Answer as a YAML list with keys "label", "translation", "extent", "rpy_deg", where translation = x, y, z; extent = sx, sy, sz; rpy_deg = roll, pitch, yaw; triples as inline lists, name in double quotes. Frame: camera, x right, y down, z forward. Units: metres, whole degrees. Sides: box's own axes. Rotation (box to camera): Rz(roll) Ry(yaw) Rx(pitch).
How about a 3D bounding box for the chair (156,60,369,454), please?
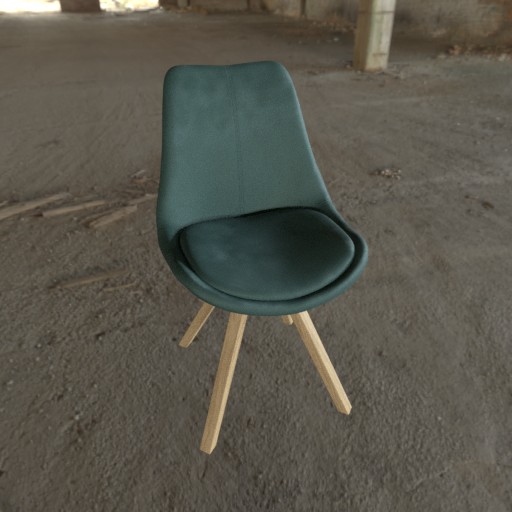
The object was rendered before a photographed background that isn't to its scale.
- label: "chair"
  translation: [0.000, 0.000, 1.156]
  extent: [0.483, 0.865, 0.547]
  rpy_deg: [-10, 33, -15]
